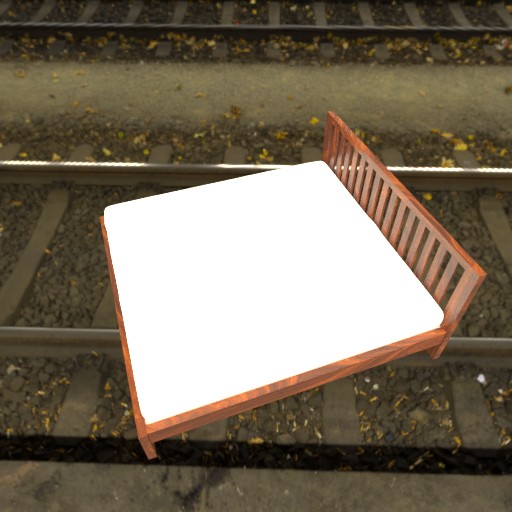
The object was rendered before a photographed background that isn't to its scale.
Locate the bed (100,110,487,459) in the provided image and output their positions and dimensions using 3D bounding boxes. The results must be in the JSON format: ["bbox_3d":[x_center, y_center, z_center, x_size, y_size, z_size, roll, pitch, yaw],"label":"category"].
[{"bbox_3d":[0.000,0.000,3.153,2.030,0.890,1.905,-15,48,-13],"label":"bed"}]
